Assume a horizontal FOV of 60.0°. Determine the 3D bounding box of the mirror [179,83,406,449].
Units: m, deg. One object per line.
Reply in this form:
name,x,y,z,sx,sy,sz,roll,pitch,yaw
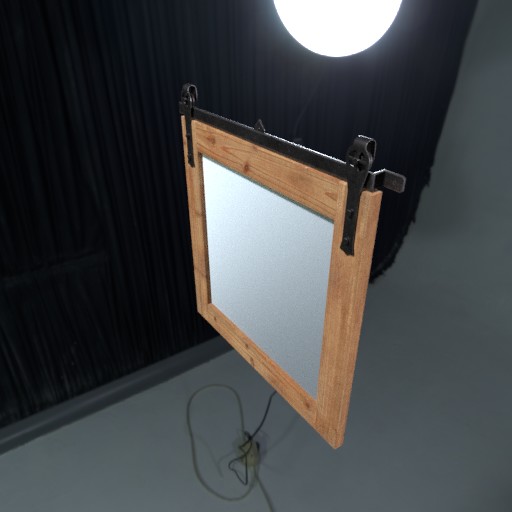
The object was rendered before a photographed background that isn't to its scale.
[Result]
mirror,0.000,0.000,1.203,0.054,0.800,0.805,-20,36,-30
